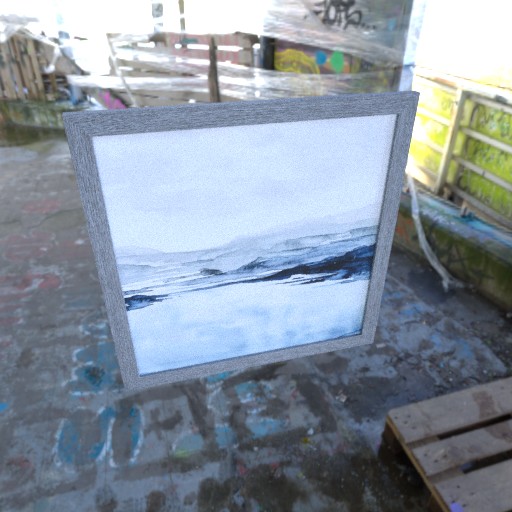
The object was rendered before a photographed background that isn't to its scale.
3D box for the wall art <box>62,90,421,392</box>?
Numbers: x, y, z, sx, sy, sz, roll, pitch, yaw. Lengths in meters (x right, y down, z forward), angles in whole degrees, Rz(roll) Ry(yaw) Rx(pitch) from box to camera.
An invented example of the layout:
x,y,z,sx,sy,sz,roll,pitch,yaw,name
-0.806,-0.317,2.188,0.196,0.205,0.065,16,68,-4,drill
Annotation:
x,y,z,sx,sy,sz,roll,pitch,yaw,name
0.000,0.000,1.014,0.685,0.685,0.020,-8,33,-13,wall art
